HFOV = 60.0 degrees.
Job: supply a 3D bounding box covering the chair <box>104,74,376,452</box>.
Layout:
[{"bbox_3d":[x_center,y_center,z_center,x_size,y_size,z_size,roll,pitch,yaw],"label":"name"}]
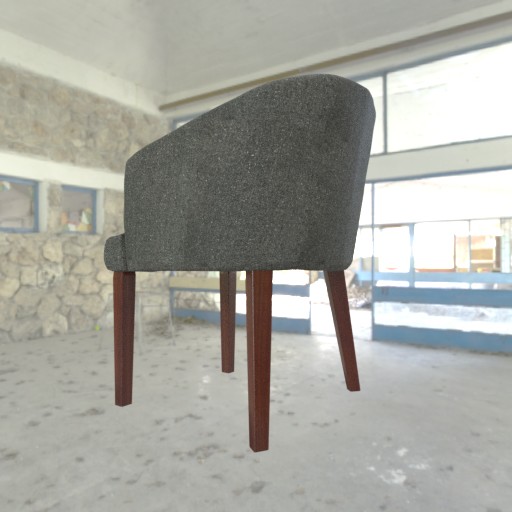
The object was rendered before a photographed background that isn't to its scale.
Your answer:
[{"bbox_3d":[0.000,0.000,1.236,0.655,0.811,0.583,-1,-1,35],"label":"chair"}]
